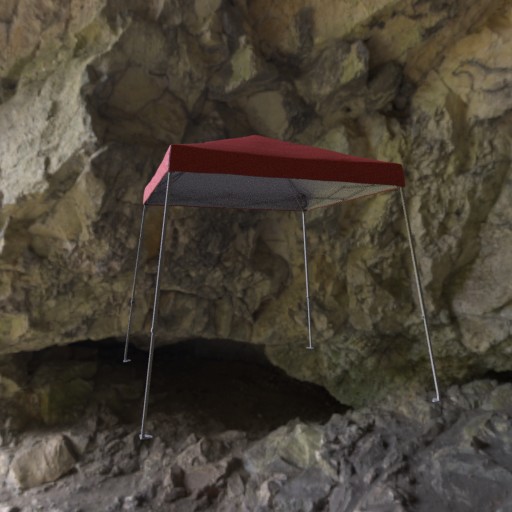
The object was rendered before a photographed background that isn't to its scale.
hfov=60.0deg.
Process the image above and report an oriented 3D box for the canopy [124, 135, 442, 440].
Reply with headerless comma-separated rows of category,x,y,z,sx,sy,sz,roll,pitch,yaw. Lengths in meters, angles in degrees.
canopy,0.000,0.000,5.209,2.849,2.849,2.848,0,-1,-19
